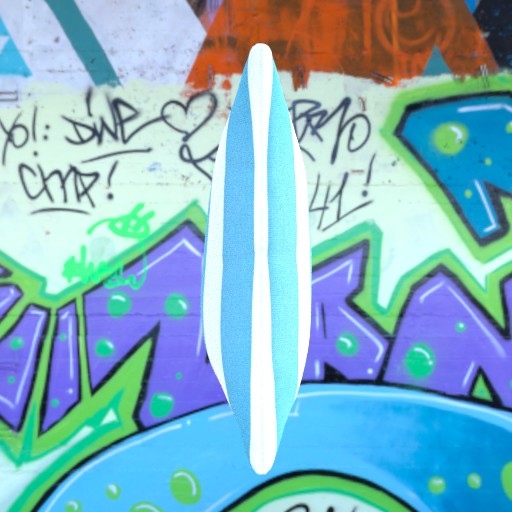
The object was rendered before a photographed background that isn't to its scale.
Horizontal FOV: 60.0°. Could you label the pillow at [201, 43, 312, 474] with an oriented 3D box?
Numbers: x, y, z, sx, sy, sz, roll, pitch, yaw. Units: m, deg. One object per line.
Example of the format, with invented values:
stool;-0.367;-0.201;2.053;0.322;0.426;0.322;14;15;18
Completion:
pillow;0.000;0.000;0.794;0.189;0.526;0.536;0;0;-1
